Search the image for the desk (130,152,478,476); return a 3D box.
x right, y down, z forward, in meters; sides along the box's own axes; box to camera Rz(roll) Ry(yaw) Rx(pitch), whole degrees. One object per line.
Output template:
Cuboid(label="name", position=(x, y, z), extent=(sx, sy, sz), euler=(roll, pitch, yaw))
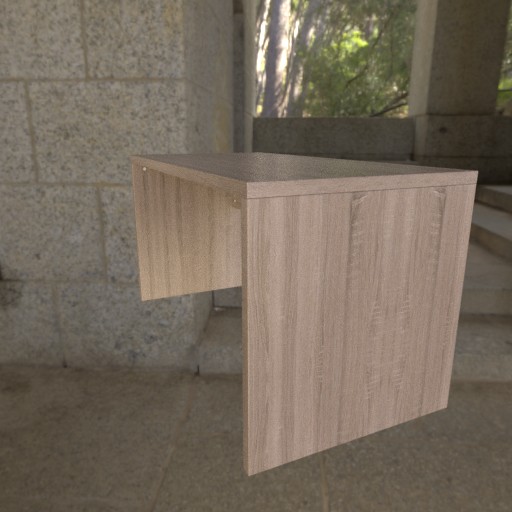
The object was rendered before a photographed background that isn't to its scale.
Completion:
Cuboid(label="desk", position=(0.000, 0.000, 1.768), extent=(0.690, 0.745, 1.380), euler=(-7, 17, -24))
